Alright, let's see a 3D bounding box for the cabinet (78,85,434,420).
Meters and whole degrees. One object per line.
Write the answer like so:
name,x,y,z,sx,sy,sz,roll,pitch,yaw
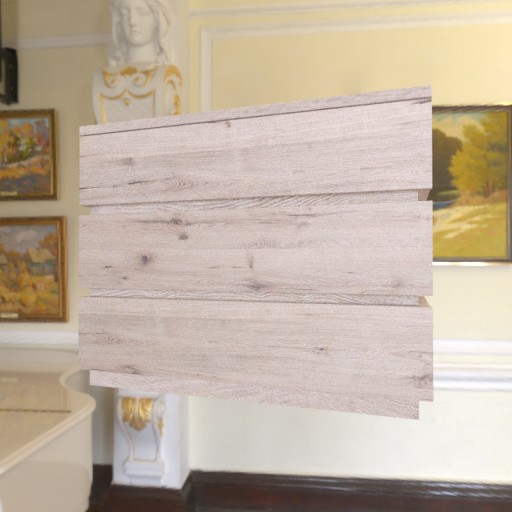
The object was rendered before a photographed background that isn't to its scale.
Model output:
cabinet,0.000,0.000,1.433,1.040,0.820,0.420,0,-1,19
